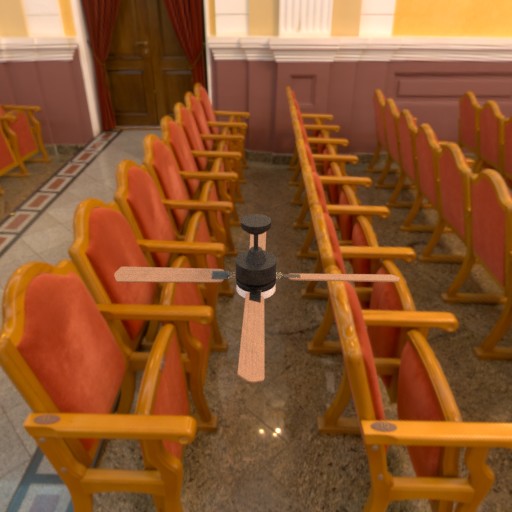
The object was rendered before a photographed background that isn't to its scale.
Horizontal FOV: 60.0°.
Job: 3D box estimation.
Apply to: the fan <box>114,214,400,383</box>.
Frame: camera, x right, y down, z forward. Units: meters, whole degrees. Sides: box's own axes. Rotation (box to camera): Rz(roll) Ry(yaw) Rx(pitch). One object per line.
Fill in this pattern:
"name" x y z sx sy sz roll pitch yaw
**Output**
"fan" 0.000 0.000 2.002 1.320 0.355 1.320 1 30 1
